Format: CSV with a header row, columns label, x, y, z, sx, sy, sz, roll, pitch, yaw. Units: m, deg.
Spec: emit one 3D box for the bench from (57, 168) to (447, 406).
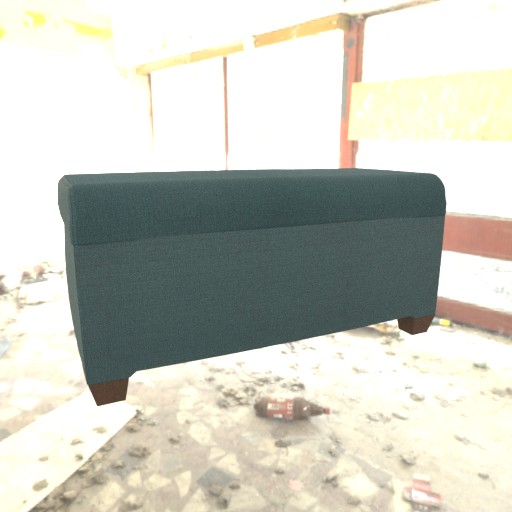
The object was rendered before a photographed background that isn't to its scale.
label,x,y,z,sx,sy,sz,roll,pitch,yaw
bench,0.000,0.000,1.251,0.995,0.474,0.476,-6,15,-24
